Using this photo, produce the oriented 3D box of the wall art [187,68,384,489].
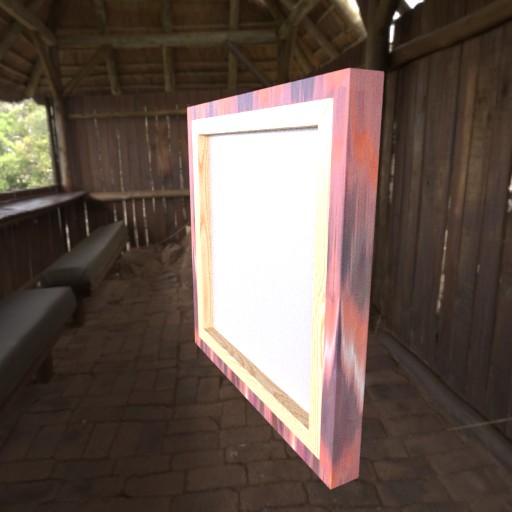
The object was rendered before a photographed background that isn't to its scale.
[{"bbox_3d":[0.000,0.000,0.591,0.038,0.406,0.403,-7,15,-27],"label":"wall art"}]
